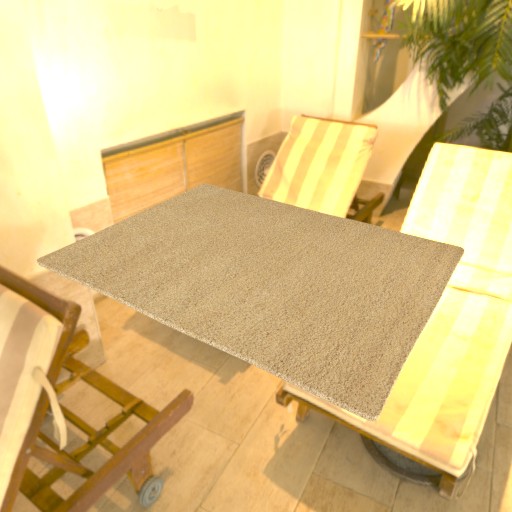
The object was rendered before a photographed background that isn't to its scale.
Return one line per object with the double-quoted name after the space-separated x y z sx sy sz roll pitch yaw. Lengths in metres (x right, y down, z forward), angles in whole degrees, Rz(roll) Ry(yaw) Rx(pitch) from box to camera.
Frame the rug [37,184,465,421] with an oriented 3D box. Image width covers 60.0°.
0.000 0.000 2.054 1.600 0.025 1.199 18 34 29 "rug"
